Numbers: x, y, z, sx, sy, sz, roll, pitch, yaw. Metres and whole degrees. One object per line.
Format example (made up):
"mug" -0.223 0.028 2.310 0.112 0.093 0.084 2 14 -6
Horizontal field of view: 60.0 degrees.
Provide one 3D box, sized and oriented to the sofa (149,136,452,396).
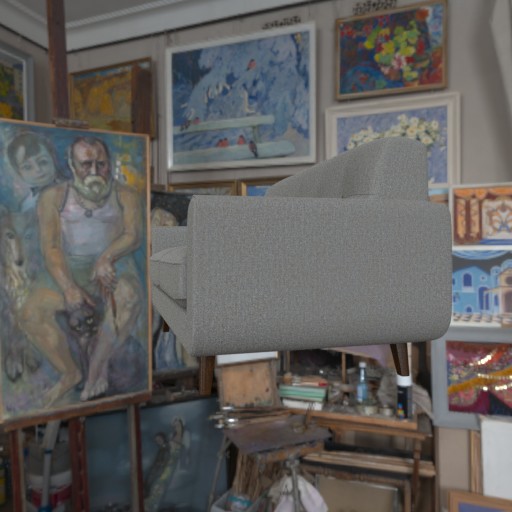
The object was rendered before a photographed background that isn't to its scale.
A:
"sofa" 0.000 0.000 2.206 0.952 0.925 1.651 0 0 -17
